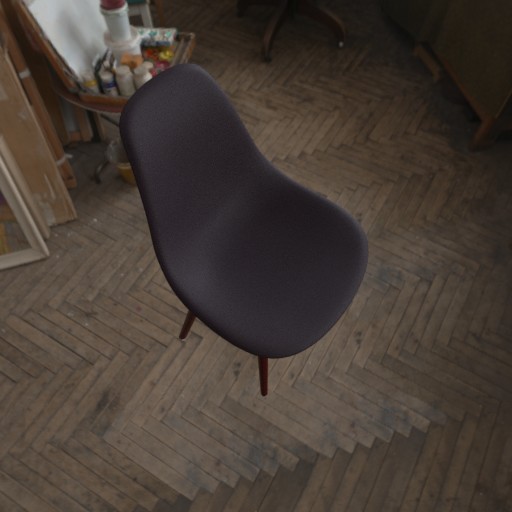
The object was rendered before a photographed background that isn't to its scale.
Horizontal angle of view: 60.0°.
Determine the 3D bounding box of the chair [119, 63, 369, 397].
[{"bbox_3d":[0.000,0.000,1.149,0.533,0.826,0.470,33,65,17],"label":"chair"}]
